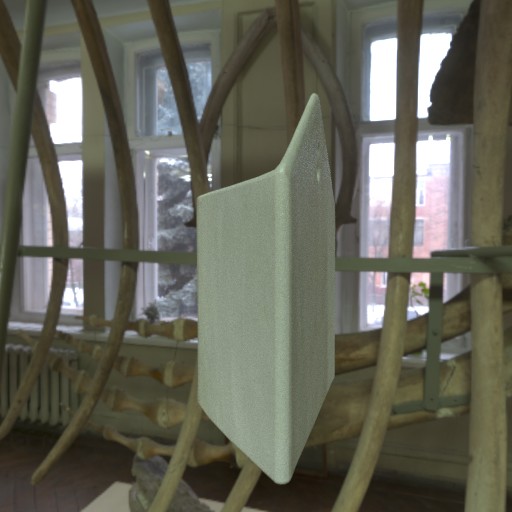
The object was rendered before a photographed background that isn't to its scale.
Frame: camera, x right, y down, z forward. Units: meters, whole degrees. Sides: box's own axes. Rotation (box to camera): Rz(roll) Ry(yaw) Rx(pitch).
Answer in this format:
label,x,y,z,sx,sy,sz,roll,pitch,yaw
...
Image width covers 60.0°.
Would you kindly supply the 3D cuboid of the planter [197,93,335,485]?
label,x,y,z,sx,sy,sz,roll,pitch,yaw
planter,0.000,0.000,0.277,0.080,0.194,0.163,0,2,17
